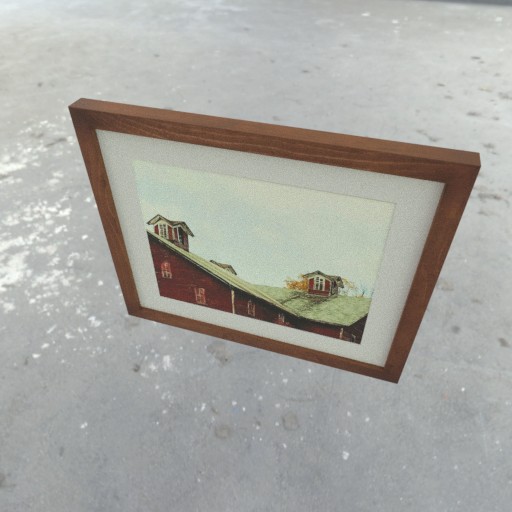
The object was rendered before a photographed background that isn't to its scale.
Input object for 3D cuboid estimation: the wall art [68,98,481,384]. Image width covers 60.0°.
[{"bbox_3d":[0.000,0.000,0.740,0.558,0.457,0.033,12,43,13],"label":"wall art"}]
